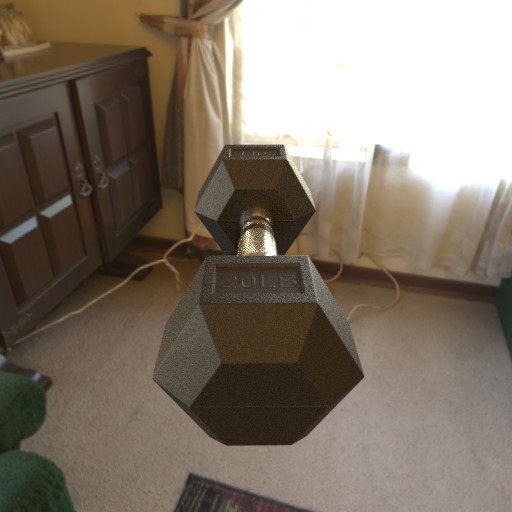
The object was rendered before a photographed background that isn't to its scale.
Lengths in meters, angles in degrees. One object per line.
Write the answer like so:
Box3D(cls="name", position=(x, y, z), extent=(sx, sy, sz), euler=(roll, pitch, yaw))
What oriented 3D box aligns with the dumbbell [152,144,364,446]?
Box3D(cls="dumbbell", position=(0.000, 0.000, 0.352), extent=(0.116, 0.101, 0.297), euler=(0, 31, -1))
